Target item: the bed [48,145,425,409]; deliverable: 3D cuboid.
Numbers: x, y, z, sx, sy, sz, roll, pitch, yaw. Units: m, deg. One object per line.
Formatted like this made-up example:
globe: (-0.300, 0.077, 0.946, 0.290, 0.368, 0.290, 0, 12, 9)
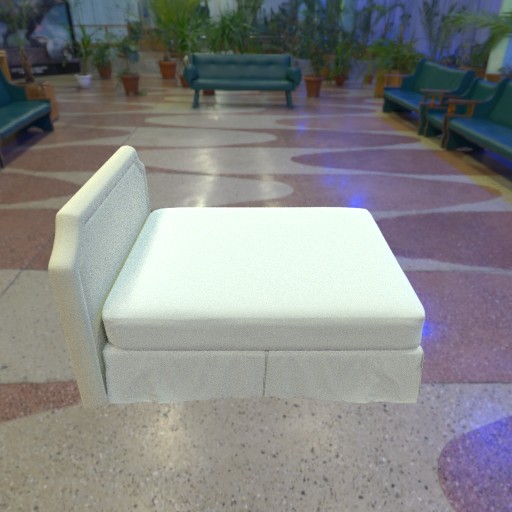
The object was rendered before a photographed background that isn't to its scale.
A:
bed: (0.000, 0.000, 3.304, 2.209, 1.296, 1.827, 0, 29, 0)
